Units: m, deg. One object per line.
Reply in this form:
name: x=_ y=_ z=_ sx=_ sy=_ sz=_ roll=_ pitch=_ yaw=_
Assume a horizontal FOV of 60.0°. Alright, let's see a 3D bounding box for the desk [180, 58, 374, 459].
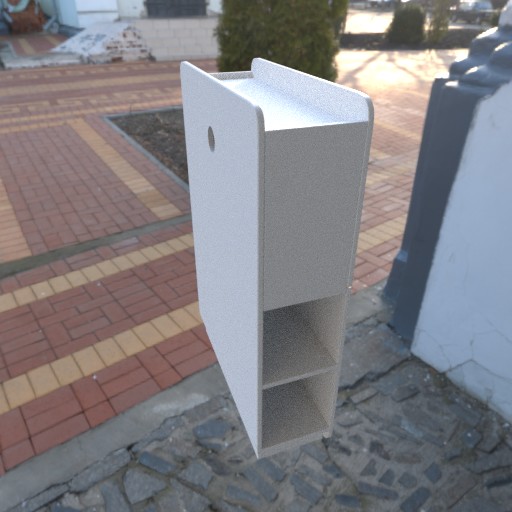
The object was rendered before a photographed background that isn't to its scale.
desk: x=0.000 y=0.000 z=1.551 sx=0.278 sy=1.190 sz=0.795 roll=-10 pitch=32 yaw=-17
